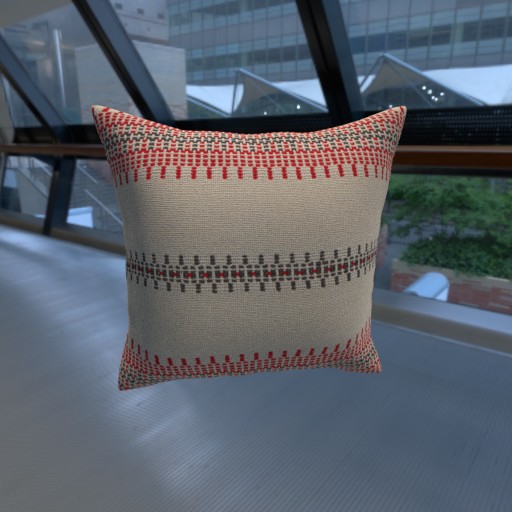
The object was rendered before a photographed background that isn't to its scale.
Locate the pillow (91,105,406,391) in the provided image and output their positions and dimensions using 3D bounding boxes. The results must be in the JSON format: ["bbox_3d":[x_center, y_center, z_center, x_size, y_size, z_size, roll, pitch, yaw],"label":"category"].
[{"bbox_3d":[0.000,0.000,0.704,0.463,0.454,0.160,-2,16,-7],"label":"pillow"}]
